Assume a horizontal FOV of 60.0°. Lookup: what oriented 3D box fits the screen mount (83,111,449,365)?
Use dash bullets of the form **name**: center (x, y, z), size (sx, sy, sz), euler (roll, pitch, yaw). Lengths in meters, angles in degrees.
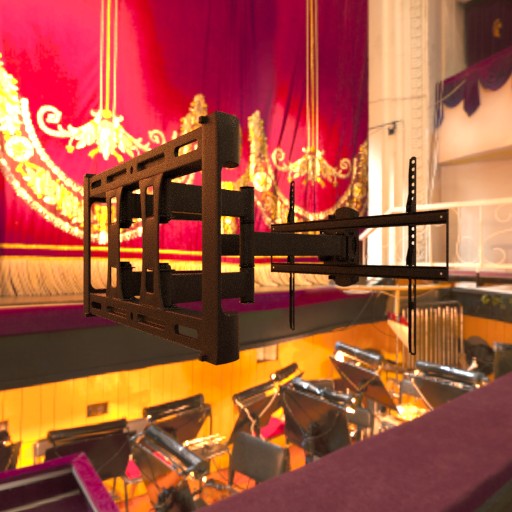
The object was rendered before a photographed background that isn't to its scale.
- **screen mount**: center (0.000, 0.000, 1.082), size (0.644, 0.491, 0.661), euler (0, 0, -37)
